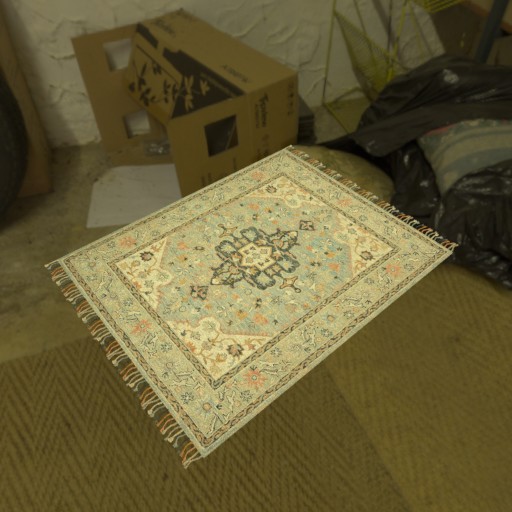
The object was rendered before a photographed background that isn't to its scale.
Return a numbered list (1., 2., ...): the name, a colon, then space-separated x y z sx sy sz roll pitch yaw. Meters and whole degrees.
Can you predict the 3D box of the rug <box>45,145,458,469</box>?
1. rug: 0.000 0.000 3.496 2.651 0.010 1.971 -32 54 -27
